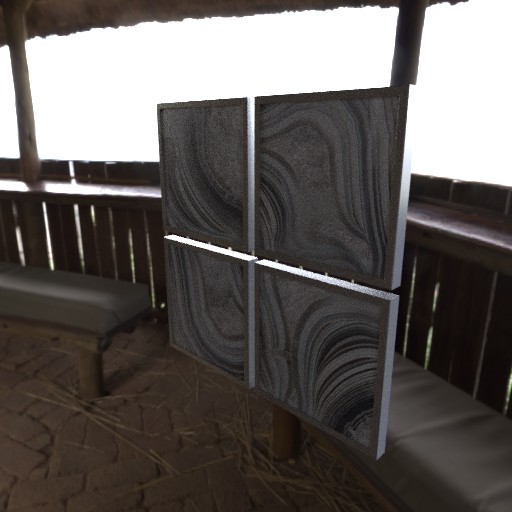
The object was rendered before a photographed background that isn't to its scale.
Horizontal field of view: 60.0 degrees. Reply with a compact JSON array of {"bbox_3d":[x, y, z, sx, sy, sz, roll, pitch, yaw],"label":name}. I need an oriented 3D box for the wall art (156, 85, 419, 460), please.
[{"bbox_3d":[0.000,0.000,0.901,0.611,0.611,0.029,15,22,42],"label":"wall art"}]
